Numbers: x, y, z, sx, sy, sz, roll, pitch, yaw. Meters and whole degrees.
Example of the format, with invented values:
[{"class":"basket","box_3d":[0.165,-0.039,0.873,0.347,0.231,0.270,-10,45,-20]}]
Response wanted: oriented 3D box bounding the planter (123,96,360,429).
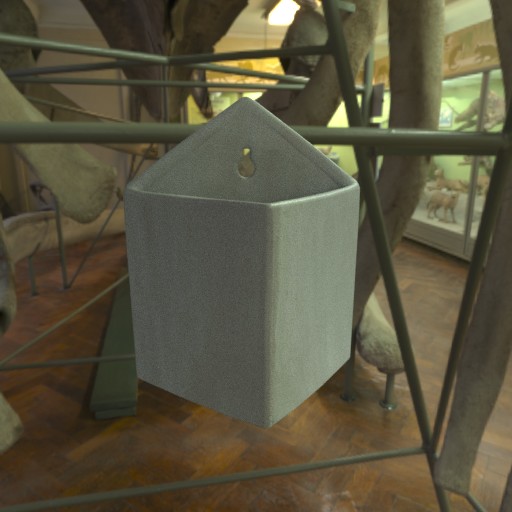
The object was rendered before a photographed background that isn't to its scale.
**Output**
[{"class":"planter","box_3d":[0.000,0.000,0.277,0.163,0.194,0.080,-3,16,-10]}]
